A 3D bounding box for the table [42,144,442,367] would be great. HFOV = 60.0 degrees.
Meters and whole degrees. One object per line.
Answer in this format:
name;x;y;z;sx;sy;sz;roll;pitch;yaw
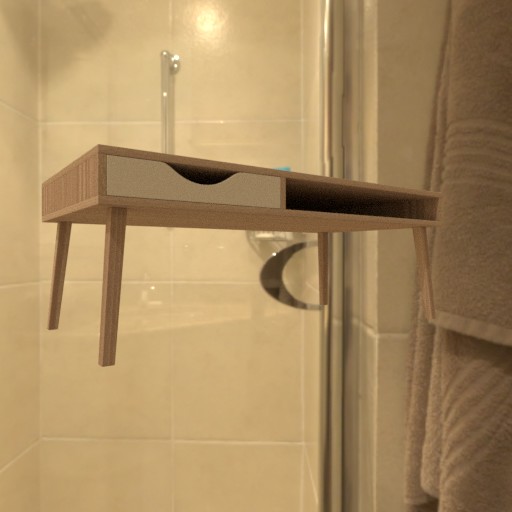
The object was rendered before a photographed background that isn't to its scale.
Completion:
table;0.000;0.000;1.475;1.200;0.450;0.600;0;0;-35
